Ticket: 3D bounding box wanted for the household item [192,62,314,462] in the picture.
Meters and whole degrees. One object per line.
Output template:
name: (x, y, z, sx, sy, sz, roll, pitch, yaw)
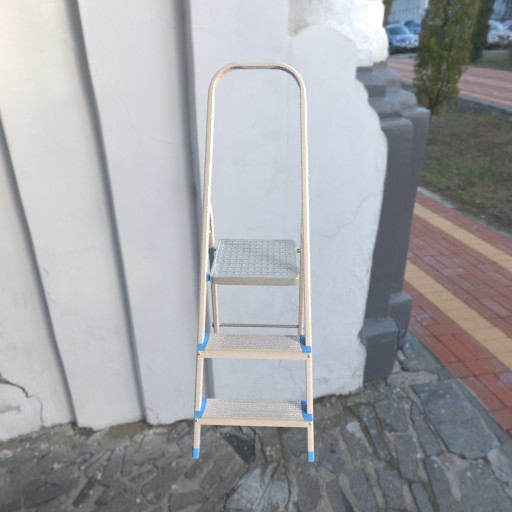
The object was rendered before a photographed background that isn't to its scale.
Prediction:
household item: (0.000, 0.000, 1.533, 0.420, 1.215, 0.687, 1, 28, 2)
